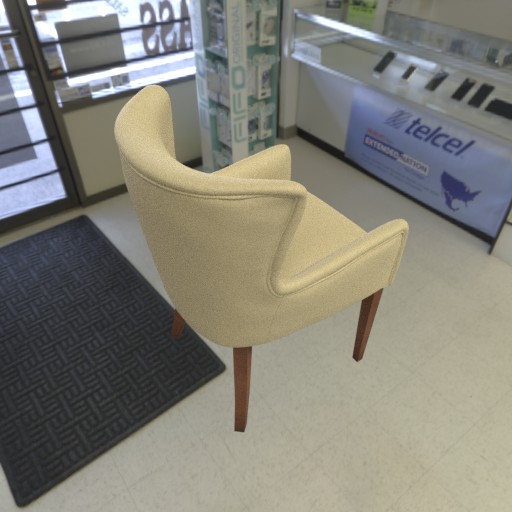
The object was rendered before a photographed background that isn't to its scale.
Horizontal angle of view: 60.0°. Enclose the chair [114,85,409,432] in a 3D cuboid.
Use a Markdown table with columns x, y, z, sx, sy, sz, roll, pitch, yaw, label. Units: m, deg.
| x | y | z | sx | sy | sz | roll | pitch | yaw | label |
| --- | --- | --- | --- | --- | --- | --- | --- | --- | --- |
| 0.000 | 0.000 | 1.409 | 0.686 | 0.952 | 0.660 | -24 | 46 | -25 | chair |
